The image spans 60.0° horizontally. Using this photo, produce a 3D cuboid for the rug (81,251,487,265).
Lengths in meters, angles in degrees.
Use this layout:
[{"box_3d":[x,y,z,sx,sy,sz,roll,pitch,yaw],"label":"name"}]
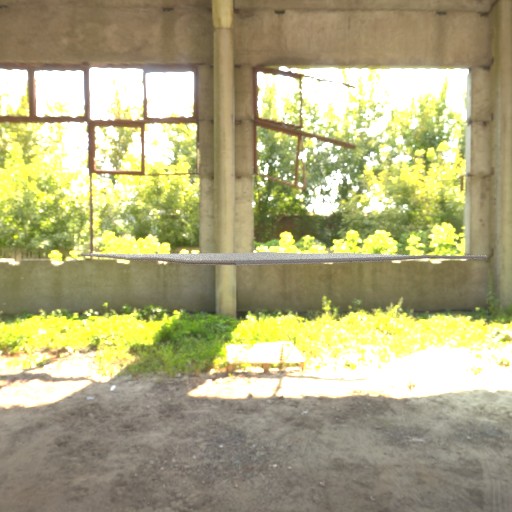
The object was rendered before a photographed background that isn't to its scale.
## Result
[{"box_3d":[0.000,0.000,4.074,2.399,0.054,3.011,-1,1,-35],"label":"rug"}]
